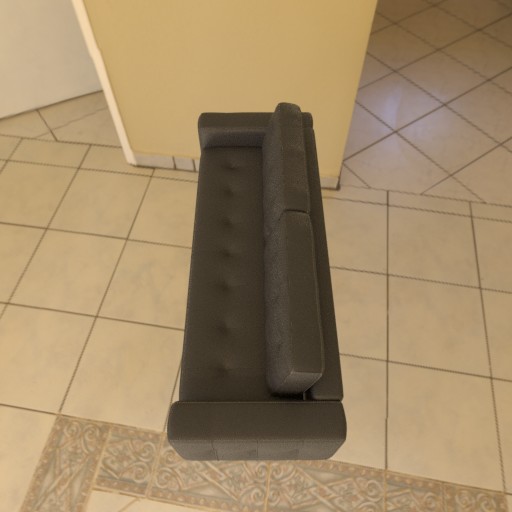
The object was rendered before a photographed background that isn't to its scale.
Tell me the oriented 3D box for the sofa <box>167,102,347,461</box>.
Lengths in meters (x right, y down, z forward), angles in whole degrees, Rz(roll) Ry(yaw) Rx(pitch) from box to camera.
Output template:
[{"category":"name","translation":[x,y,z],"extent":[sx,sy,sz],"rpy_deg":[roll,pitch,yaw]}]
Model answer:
[{"category":"sofa","translation":[0.000,0.000,2.756],"extent":[0.833,0.893,2.275],"rpy_deg":[0,57,0]}]
